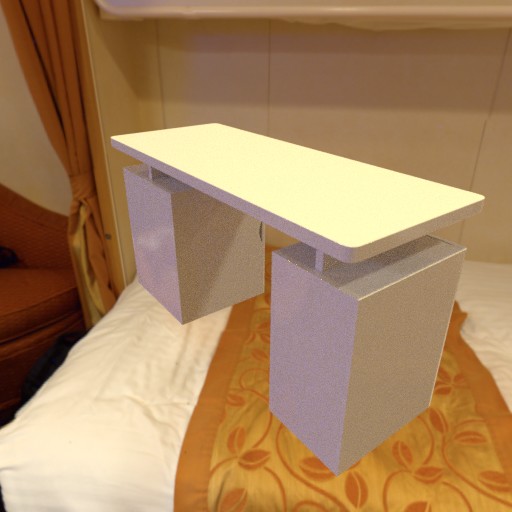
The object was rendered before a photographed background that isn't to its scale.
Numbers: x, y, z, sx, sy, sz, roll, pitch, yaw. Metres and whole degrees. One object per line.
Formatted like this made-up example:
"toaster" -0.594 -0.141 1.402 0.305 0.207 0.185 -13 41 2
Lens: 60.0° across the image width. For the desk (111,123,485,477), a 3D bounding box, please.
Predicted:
"desk" 0.000 0.000 1.741 0.550 0.762 1.400 -19 32 -32
